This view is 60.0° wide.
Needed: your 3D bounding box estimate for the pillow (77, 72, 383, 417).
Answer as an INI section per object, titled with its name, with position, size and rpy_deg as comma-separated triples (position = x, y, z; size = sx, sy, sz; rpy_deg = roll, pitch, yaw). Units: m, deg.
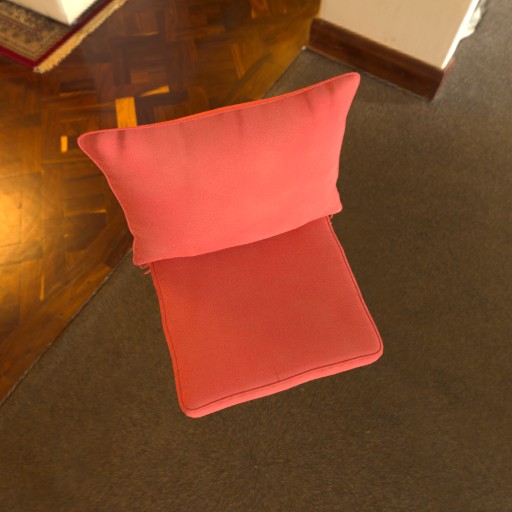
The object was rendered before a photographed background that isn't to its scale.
[pillow]
position = 0.000, 0.000, 1.355
size = 0.798, 0.725, 0.733
rpy_deg = -15, 66, -7
